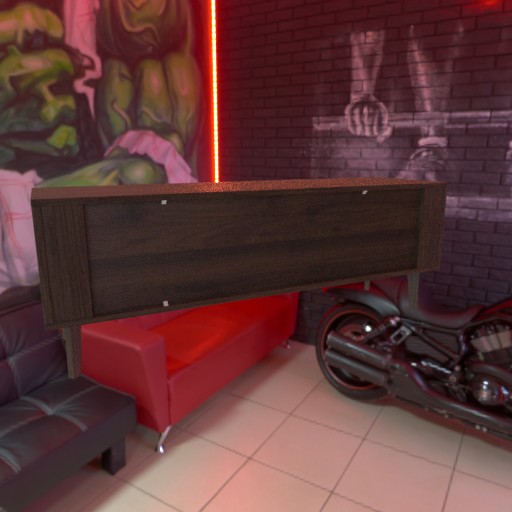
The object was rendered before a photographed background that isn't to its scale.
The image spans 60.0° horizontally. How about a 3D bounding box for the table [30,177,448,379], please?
[{"bbox_3d":[0.000,0.000,1.593,1.397,0.508,0.405,-6,15,-25],"label":"table"}]
